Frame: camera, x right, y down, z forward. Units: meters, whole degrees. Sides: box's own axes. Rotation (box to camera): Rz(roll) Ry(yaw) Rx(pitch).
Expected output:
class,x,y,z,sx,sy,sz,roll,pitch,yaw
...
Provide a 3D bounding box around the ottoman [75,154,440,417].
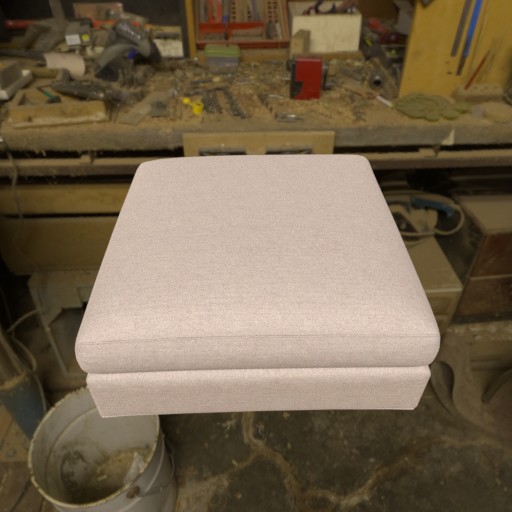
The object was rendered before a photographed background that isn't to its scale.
class,x,y,z,sx,sy,sz,roll,pitch,yaw
ottoman,0.000,0.000,1.660,1.041,0.470,1.041,-1,41,-1
